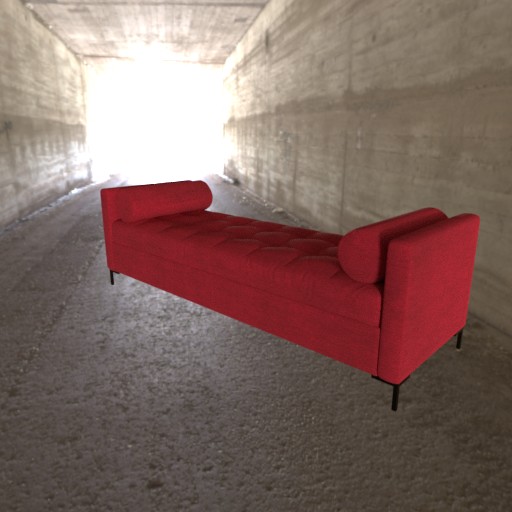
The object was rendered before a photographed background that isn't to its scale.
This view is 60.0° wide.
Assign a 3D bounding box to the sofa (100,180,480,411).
[{"bbox_3d":[0.000,0.000,2.368,1.981,0.635,0.686,14,21,41],"label":"sofa"}]
